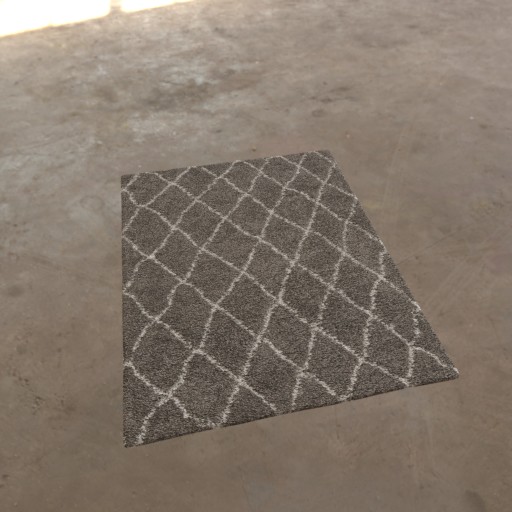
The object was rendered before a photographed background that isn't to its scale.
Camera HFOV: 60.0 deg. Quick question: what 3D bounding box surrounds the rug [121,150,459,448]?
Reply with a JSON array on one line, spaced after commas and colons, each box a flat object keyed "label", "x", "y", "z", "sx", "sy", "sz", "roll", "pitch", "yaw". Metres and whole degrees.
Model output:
[{"label": "rug", "x": 0.000, "y": 0.000, "z": 4.114, "sx": 2.438, "sy": 0.029, "sz": 3.047, "roll": -9, "pitch": 47, "yaw": -8}]
